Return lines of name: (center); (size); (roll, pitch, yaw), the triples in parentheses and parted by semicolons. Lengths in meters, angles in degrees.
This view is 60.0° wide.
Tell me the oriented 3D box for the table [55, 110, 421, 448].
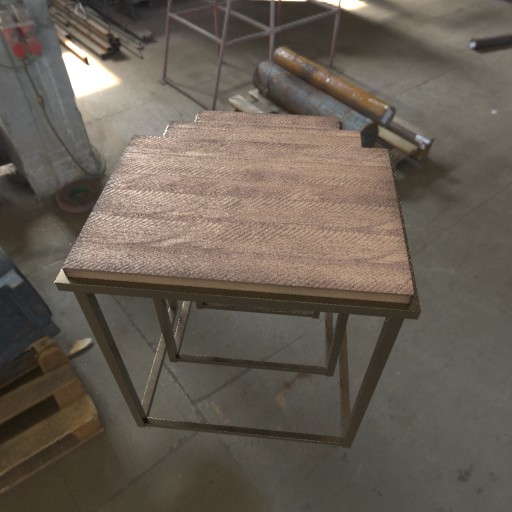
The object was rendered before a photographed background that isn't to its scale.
table: (0.000, 0.000, 1.116); (0.559, 0.610, 0.706); (4, 47, 4)
